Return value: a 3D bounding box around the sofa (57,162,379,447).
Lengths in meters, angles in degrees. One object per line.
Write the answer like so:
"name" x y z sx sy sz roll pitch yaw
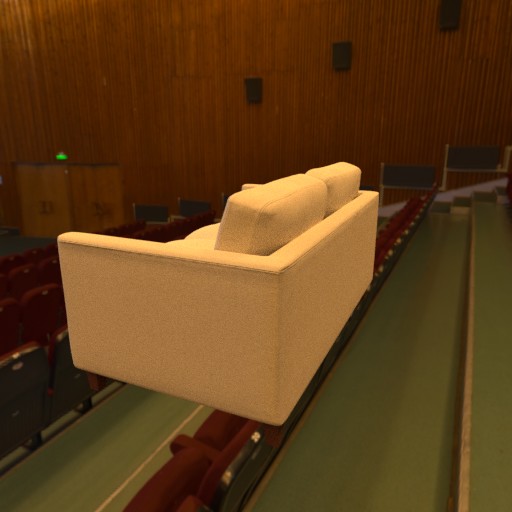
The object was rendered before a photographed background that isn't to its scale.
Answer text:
"sofa" 0.000 0.000 2.298 0.964 0.888 1.702 8 18 24
